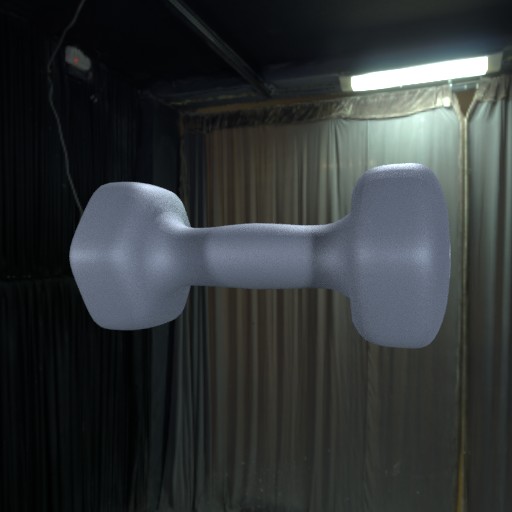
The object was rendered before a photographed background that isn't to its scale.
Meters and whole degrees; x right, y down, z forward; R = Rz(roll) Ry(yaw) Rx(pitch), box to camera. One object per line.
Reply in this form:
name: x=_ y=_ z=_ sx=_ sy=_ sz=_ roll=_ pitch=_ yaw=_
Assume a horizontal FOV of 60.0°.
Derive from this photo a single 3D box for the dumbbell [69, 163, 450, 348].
dumbbell: x=0.000 y=0.000 z=0.300 sx=0.240 sy=0.105 sz=0.116 roll=0 pitch=0 yaw=20
